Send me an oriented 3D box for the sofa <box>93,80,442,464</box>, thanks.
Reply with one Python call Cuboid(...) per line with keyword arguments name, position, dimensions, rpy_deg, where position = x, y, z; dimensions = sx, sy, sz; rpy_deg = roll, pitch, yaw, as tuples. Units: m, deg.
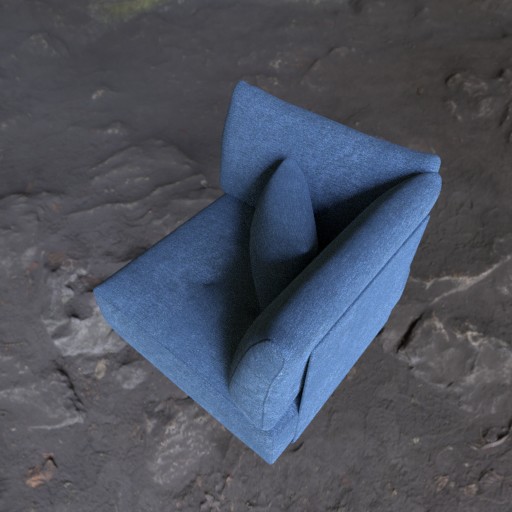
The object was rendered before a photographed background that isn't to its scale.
Cuboid(name="sofa", position=(0.000, 0.000, 1.761), dimensions=(1.000, 0.820, 1.000), rpy_deg=(31, 54, 26))
